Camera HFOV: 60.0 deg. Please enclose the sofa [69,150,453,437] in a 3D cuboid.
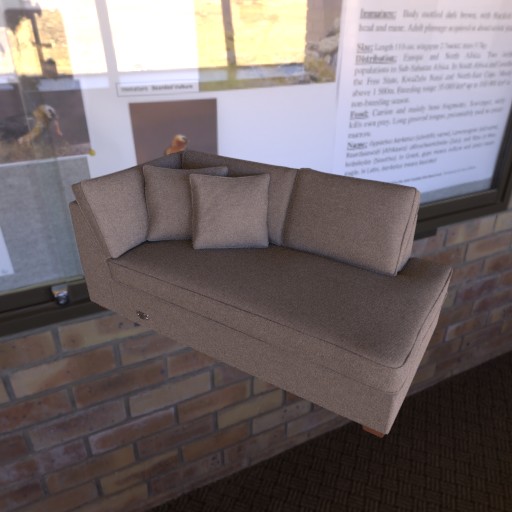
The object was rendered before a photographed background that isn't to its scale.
[{"bbox_3d":[0.000,0.000,2.863,2.237,1.033,1.110,17,33,28],"label":"sofa"}]
